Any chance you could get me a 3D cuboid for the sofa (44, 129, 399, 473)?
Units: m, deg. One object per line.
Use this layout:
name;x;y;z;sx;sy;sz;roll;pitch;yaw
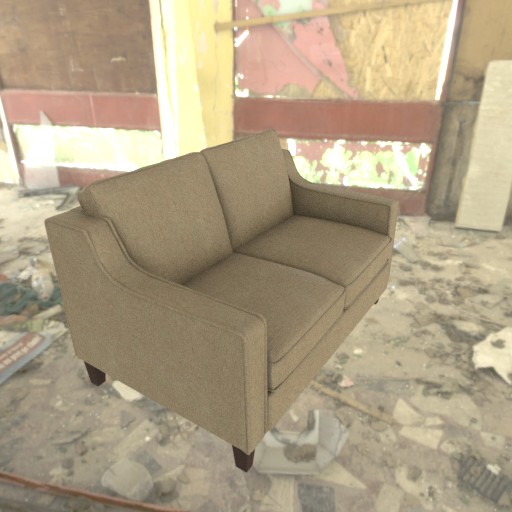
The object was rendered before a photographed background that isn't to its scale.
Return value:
sofa;0.000;0.000;2.174;0.985;0.981;1.503;16;31;30
